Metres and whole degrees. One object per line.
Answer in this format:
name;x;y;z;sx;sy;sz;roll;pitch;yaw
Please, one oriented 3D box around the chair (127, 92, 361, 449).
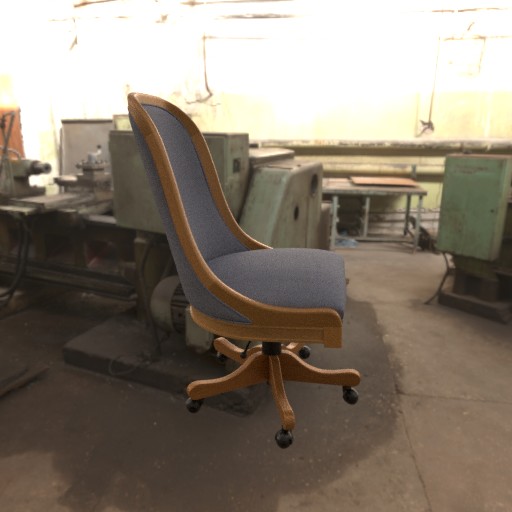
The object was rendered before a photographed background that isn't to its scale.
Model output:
chair;0.000;0.000;1.480;0.735;1.031;0.605;3;16;9
